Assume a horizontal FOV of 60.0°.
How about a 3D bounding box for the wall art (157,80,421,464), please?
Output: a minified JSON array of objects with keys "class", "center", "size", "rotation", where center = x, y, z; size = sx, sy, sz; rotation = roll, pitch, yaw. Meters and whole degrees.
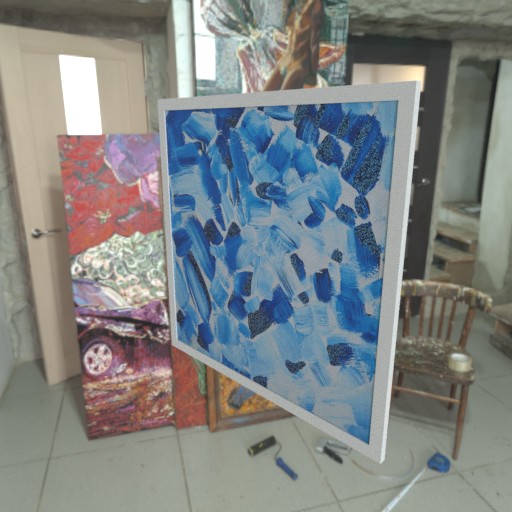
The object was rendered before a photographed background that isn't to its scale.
[{"class":"wall art","center":[0.000,0.000,0.953],"size":[0.660,0.660,0.015],"rotation":[15,22,43]}]
